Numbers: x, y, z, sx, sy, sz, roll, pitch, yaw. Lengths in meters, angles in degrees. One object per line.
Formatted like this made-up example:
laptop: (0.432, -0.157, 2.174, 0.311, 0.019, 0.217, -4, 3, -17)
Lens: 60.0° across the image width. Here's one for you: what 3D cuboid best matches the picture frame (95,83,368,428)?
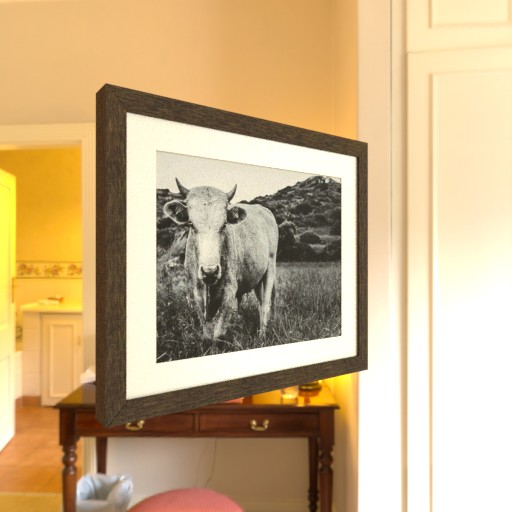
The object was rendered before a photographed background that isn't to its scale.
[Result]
picture frame: (0.000, 0.000, 0.548, 0.378, 0.330, 0.033, 0, 0, -36)
